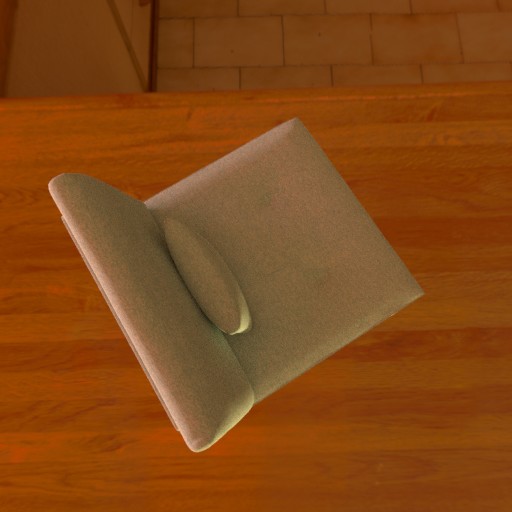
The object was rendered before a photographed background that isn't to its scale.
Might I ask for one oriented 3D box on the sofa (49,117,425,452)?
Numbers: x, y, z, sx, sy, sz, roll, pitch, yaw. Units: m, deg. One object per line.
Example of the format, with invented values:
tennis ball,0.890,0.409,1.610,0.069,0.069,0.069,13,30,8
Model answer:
sofa,0.000,0.000,1.680,1.000,0.820,0.930,-31,78,-7
